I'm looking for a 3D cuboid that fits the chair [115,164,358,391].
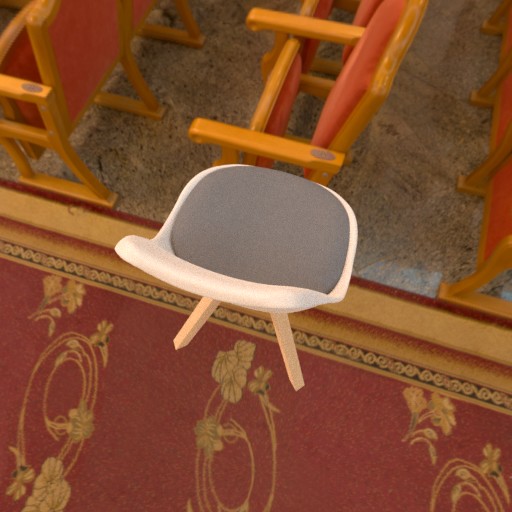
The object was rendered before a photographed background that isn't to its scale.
[{"bbox_3d":[0.000,0.000,1.152,0.485,0.850,0.550,17,65,8],"label":"chair"}]
